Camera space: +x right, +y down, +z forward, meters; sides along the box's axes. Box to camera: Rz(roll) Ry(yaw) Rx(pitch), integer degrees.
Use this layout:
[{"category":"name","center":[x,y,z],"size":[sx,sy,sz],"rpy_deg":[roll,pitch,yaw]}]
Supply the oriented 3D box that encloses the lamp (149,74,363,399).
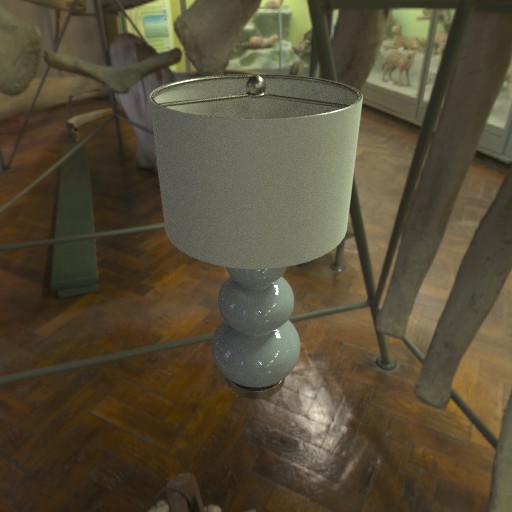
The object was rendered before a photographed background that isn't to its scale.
[{"category":"lamp","center":[0.000,0.000,0.954],"size":[0.367,0.730,0.367],"rpy_deg":[-9,33,-14]}]
